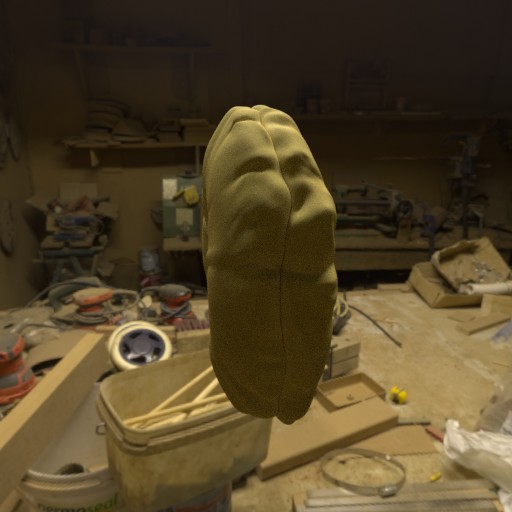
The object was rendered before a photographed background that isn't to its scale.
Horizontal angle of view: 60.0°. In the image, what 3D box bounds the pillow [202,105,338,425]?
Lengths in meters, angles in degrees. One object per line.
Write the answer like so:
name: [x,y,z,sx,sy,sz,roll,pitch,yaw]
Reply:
pillow: [0.000,0.000,0.632,0.148,0.407,0.428,-3,17,-8]
